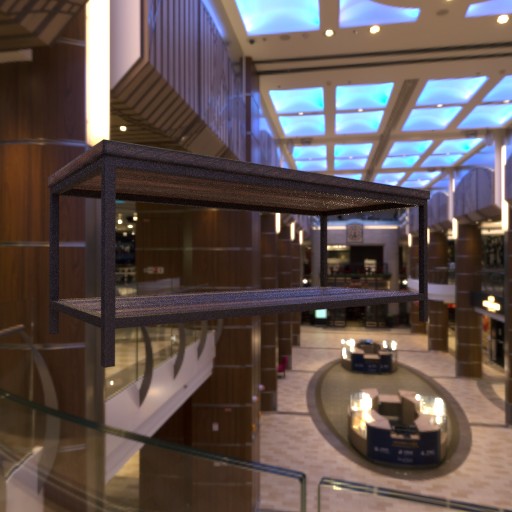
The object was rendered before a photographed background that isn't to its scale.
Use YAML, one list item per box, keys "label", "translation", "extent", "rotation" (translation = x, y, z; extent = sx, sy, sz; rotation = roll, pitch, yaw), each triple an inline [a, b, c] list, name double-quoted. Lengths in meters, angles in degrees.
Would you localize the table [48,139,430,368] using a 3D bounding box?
- label: "table"
  translation: [0.000, 0.000, 1.243]
  extent: [0.990, 0.399, 0.452]
  rotation: [0, -1, -36]
